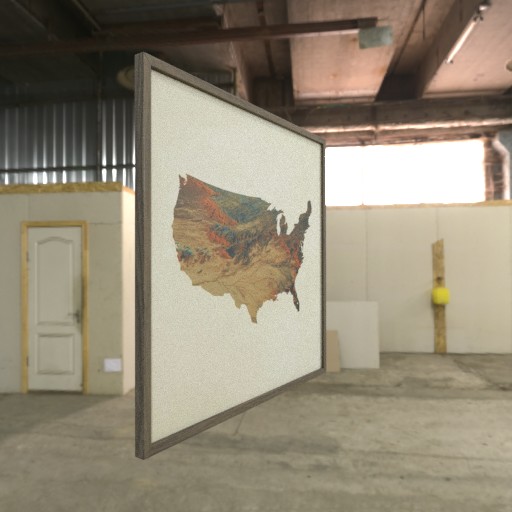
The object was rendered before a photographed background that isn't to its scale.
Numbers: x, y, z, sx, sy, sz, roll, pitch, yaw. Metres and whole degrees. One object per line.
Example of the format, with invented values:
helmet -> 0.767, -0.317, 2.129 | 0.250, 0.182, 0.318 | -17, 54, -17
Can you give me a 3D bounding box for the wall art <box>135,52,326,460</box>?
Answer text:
wall art -> 0.000, 0.000, 0.763 | 0.016, 0.507, 0.508 | 0, 0, 35
